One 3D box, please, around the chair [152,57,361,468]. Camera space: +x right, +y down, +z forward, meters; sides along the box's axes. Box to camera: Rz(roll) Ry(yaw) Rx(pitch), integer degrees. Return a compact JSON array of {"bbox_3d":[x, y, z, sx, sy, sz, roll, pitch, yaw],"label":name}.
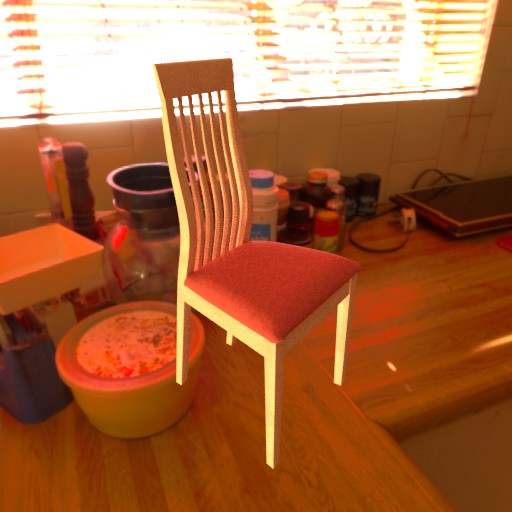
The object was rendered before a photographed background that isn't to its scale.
[{"bbox_3d":[0.000,0.000,1.288,0.474,1.027,0.460,19,33,32],"label":"chair"}]
